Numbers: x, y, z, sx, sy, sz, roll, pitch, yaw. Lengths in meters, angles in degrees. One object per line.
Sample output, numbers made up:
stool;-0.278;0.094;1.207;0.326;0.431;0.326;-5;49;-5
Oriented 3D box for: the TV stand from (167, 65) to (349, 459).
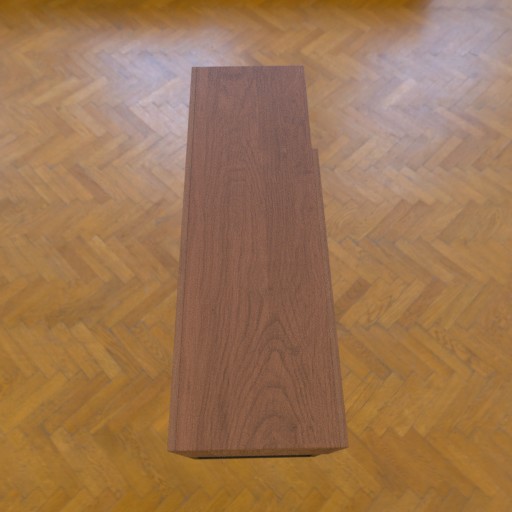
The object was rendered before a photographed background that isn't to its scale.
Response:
TV stand;0.000;0.000;1.466;0.415;0.500;1.200;-1;63;0
